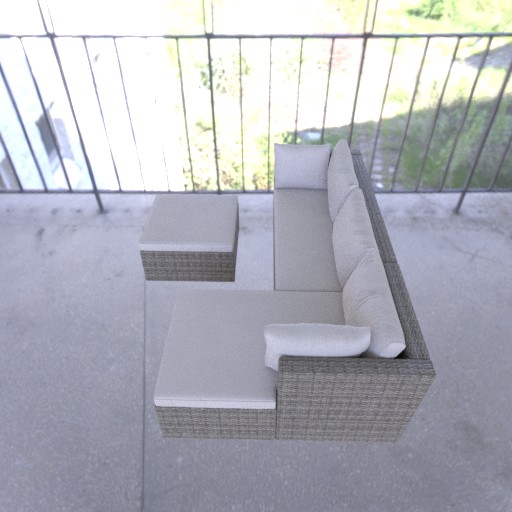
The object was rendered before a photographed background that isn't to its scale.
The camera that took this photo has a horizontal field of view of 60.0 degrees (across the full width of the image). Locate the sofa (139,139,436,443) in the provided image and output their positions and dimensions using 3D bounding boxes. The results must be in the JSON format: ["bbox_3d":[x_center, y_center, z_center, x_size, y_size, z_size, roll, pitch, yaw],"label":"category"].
[{"bbox_3d":[0.000,0.000,2.978,1.662,0.766,2.192,1,40,1],"label":"sofa"}]
